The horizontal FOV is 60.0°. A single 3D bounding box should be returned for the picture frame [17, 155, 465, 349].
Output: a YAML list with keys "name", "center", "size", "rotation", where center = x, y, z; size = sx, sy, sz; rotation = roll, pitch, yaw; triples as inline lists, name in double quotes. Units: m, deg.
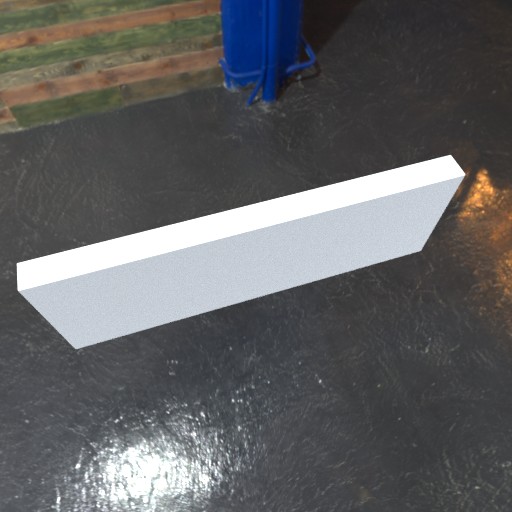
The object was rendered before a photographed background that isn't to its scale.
- name: "picture frame"
  center: [0.000, 0.000, 0.839]
  size: [0.759, 0.250, 0.050]
  rotation: [-15, 59, -9]
